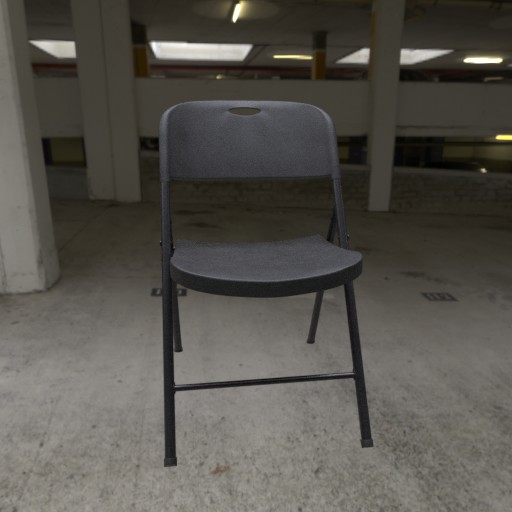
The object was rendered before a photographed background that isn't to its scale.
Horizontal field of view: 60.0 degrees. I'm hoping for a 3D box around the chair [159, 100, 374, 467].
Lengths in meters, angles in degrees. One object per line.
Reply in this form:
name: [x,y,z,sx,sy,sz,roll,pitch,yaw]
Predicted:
chair: [0.000,0.000,1.176,0.494,0.810,0.566,-2,16,-7]
